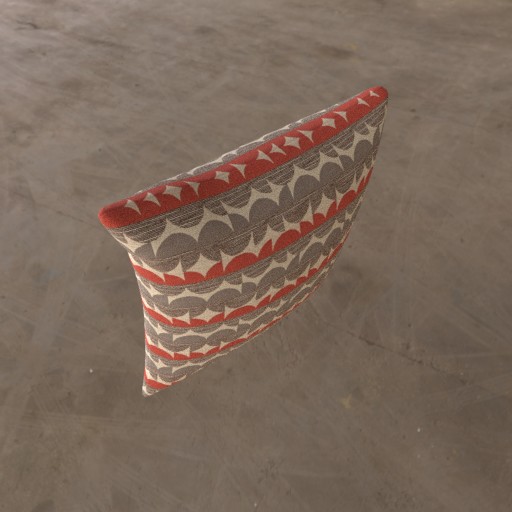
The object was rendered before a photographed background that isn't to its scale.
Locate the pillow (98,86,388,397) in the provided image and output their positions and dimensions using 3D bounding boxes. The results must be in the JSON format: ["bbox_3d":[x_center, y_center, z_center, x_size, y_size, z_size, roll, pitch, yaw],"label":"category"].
[{"bbox_3d":[0.000,0.000,0.647,0.420,0.410,0.180,-31,53,-28],"label":"pillow"}]
